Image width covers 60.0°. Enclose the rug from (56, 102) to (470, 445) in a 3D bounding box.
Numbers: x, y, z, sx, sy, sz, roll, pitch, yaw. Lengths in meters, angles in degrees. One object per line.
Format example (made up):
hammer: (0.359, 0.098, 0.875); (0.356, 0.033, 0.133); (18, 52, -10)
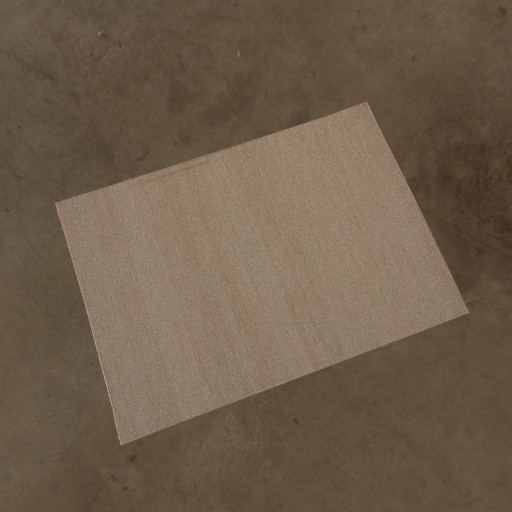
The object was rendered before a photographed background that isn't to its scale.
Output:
rug: (0.000, 0.000, 3.615); (2.869, 0.038, 2.032); (-19, 76, -5)
